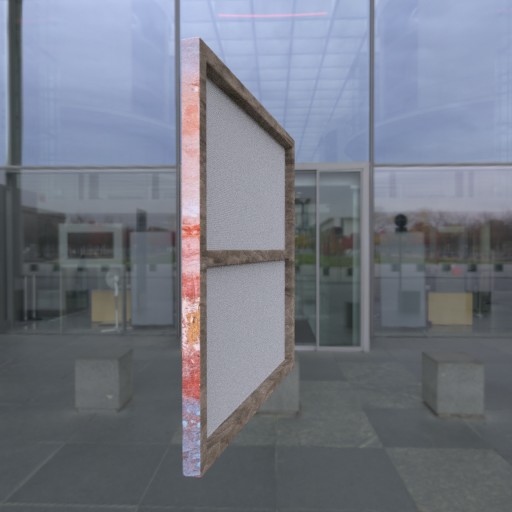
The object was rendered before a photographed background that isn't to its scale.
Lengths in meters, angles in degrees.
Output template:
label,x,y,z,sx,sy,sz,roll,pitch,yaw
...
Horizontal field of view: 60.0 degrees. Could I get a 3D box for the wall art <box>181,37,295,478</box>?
label,x,y,z,sx,sy,sz,roll,pitch,yaw
wall art,0.000,0.000,1.107,0.035,0.747,0.747,0,1,17
